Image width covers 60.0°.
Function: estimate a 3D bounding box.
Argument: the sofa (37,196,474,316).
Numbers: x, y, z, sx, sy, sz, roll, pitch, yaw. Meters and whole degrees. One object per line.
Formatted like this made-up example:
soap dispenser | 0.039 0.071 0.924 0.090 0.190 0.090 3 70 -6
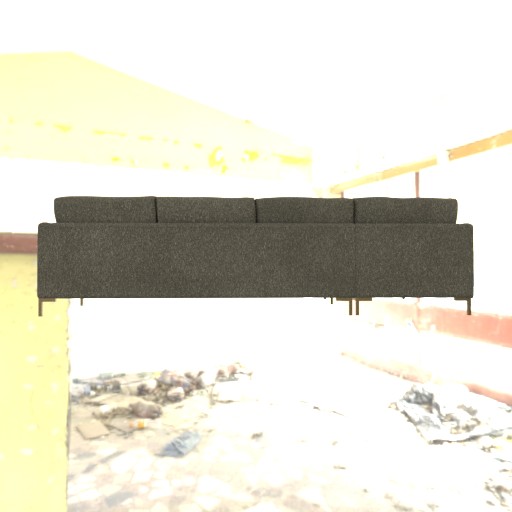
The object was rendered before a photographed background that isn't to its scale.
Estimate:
sofa | 0.000 0.000 3.571 2.932 0.810 1.350 0 -1 -1
